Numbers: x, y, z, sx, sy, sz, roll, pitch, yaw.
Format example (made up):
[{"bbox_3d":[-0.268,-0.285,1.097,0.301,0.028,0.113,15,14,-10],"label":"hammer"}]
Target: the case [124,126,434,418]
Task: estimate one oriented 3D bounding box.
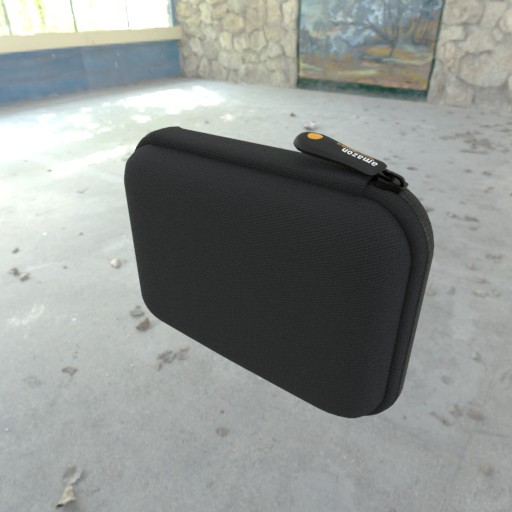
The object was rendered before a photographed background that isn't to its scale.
[{"bbox_3d":[0.000,0.000,0.178,0.132,0.105,0.038,21,36,32],"label":"case"}]
